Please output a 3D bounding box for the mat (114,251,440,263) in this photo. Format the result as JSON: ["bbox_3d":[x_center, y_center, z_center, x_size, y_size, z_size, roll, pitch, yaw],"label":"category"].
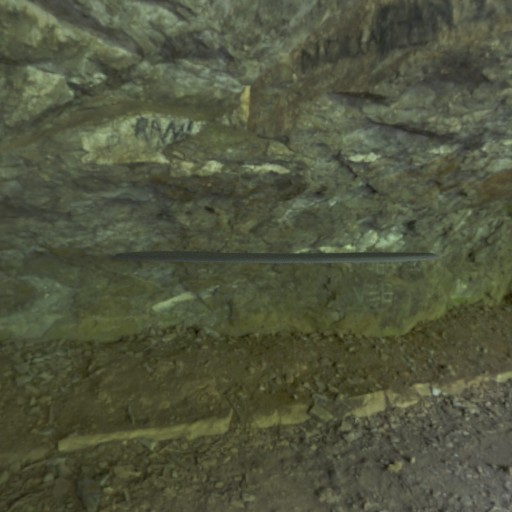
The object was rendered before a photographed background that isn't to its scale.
[{"bbox_3d":[0.000,0.000,1.924,1.525,0.022,0.917,1,2,18],"label":"mat"}]
